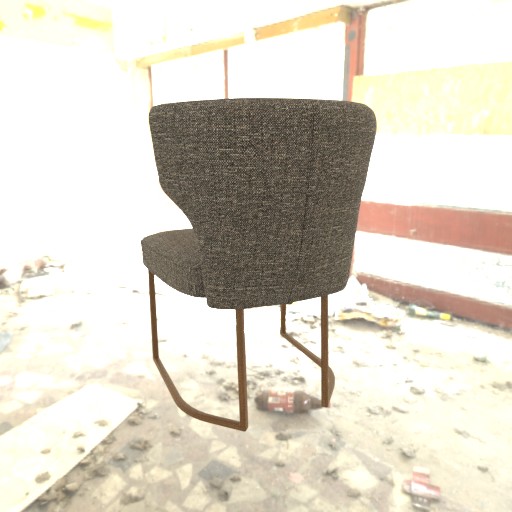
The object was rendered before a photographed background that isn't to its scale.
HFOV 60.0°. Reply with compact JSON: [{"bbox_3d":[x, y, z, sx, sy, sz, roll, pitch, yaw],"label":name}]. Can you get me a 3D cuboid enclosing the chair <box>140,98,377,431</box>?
[{"bbox_3d":[0.000,0.000,1.289,0.611,0.824,0.617,-6,15,-24],"label":"chair"}]
